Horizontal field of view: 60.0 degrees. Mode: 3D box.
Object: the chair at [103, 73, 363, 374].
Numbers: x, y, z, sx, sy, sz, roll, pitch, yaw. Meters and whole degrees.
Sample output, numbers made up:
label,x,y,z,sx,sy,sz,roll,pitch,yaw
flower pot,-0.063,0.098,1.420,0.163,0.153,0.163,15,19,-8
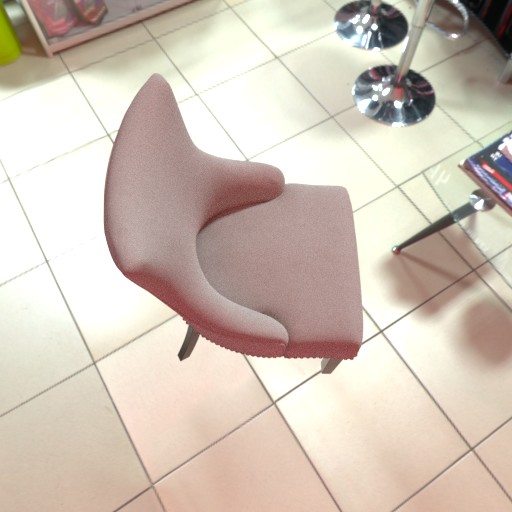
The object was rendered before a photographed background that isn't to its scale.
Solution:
label,x,y,z,sx,sy,sz,roll,pitch,yaw
chair,0.000,0.000,1.318,0.629,0.909,0.566,1,64,0
